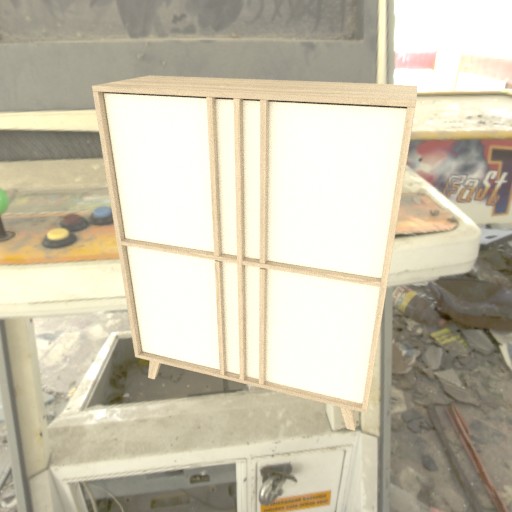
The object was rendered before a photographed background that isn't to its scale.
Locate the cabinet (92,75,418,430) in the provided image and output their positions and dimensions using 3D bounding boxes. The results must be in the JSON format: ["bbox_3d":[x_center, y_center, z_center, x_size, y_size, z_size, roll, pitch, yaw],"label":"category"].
[{"bbox_3d":[0.000,0.000,1.921,1.111,1.388,0.398,9,29,16],"label":"cabinet"}]
